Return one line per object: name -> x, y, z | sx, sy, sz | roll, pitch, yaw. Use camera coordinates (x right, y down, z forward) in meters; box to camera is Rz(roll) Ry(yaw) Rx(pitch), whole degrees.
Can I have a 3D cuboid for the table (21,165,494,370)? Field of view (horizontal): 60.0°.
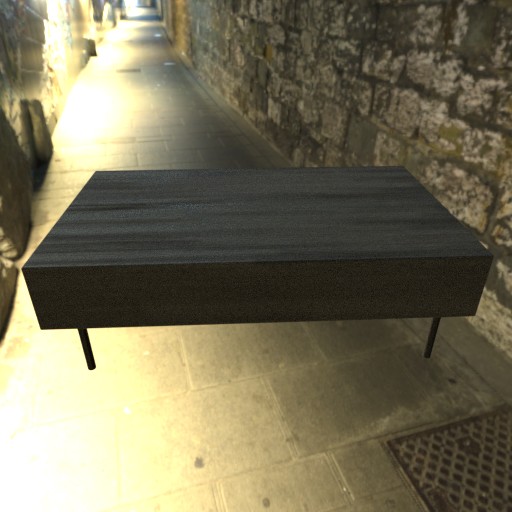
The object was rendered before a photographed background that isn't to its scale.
table -> 0.000, 0.000, 1.379 | 1.088, 0.347, 0.643 | -1, 31, -2
